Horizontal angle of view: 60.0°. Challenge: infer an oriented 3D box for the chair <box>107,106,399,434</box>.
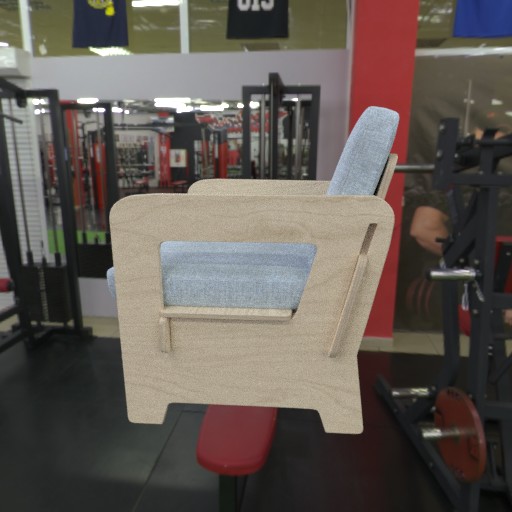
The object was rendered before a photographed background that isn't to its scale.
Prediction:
[{"bbox_3d":[0.000,0.000,1.285,0.710,0.800,0.590,2,14,10],"label":"chair"}]
